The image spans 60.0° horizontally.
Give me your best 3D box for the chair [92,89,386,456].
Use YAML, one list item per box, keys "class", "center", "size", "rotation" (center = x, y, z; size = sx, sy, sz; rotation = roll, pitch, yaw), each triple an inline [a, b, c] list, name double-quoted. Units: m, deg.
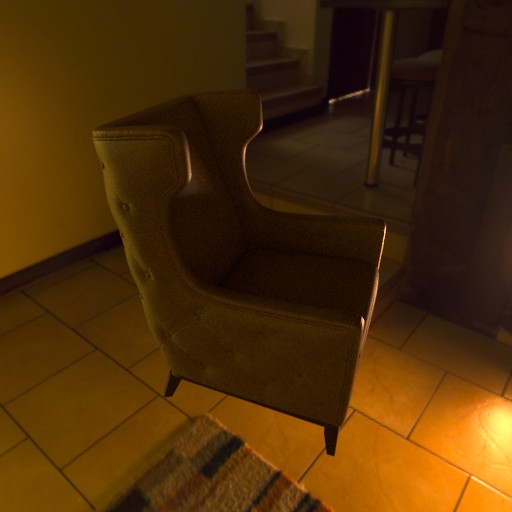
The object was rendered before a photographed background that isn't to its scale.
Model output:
- class: "chair"
  center: [0.000, 0.000, 1.671]
  size: [0.899, 1.079, 0.769]
  rotation: [10, 31, 17]
